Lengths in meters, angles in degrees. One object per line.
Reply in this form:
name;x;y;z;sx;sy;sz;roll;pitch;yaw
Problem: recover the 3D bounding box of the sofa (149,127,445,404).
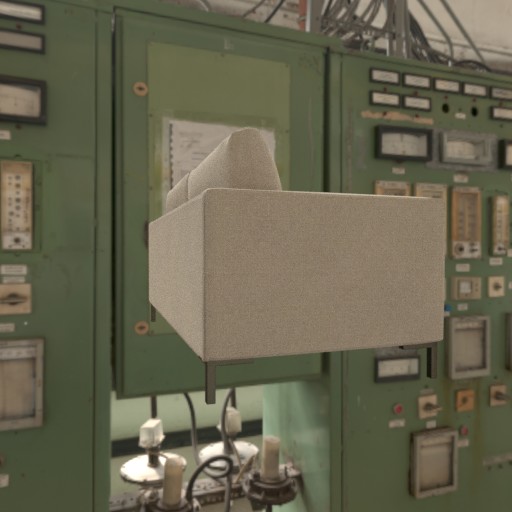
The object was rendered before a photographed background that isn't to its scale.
sofa;0.000;0.000;2.173;0.875;0.840;1.682;0;1;-19
